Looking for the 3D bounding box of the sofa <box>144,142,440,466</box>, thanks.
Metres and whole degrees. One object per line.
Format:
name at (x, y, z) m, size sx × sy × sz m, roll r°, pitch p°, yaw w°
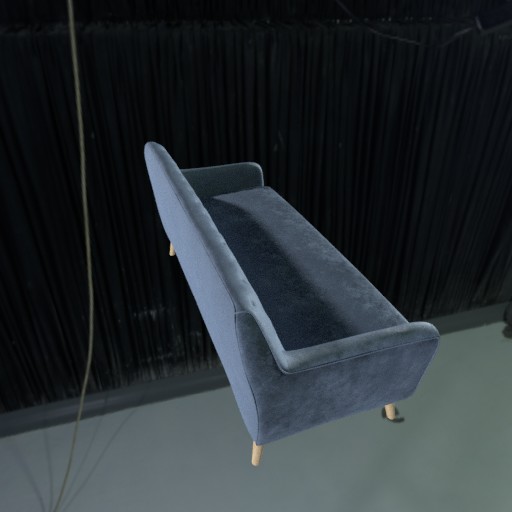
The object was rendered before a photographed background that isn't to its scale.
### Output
sofa at (0.000, 0.000, 2.378) m, size 0.841 × 0.832 × 1.975 m, roll -11°, pitch 33°, yaw -17°
